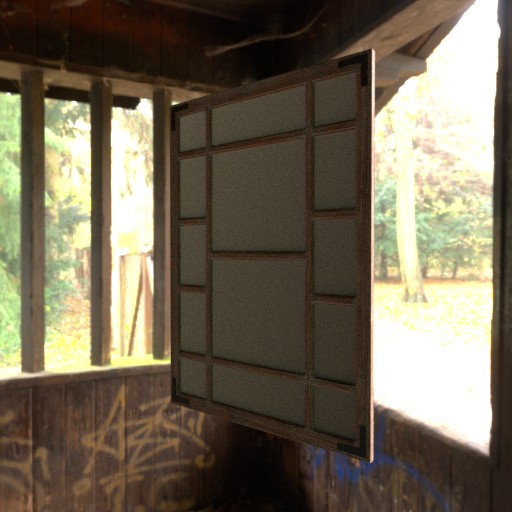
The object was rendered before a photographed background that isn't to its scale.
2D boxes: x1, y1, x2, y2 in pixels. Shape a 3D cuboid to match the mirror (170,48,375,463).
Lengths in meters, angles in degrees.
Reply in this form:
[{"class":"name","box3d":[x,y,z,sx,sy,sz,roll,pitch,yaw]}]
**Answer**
[{"class":"mirror","box3d":[0.000,0.000,1.281,0.705,0.996,0.025,1,1,37]}]
